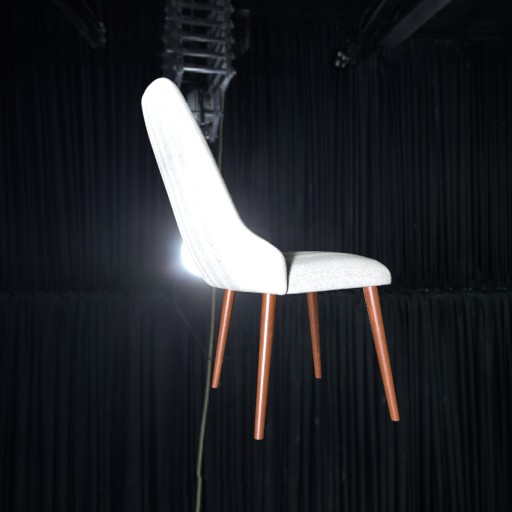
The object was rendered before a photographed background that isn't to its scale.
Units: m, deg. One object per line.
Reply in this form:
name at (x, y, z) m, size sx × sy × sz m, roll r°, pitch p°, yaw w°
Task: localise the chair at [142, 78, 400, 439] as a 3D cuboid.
chair at (0.000, 0.000, 1.364) m, size 0.684 × 0.917 × 0.526 m, roll 0°, pitch -1°, yaw -19°
